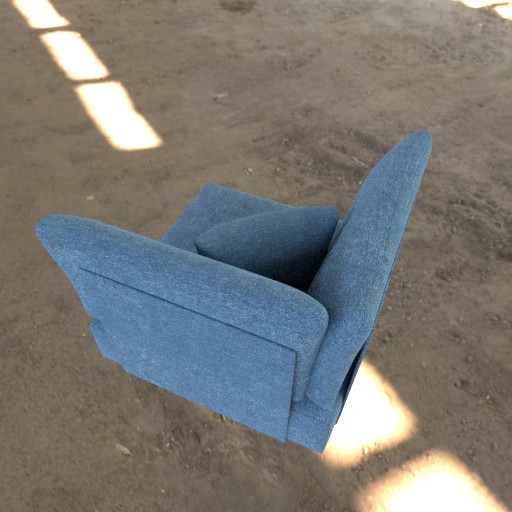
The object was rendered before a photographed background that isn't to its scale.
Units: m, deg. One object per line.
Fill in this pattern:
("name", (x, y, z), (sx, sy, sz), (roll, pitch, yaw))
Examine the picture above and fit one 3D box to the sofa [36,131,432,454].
("sofa", (0.000, 0.000, 1.732), (1.000, 0.820, 1.000), (18, 50, 16))
